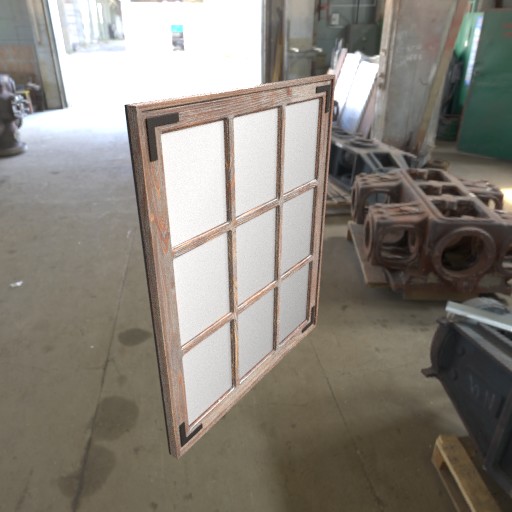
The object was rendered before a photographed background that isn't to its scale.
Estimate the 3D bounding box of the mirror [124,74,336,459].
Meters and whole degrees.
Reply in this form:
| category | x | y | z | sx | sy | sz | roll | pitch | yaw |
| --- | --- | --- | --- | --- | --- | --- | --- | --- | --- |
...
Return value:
| category | x | y | z | sx | sy | sz | roll | pitch | yaw |
| --- | --- | --- | --- | --- | --- | --- | --- | --- | --- |
| mirror | 0.000 | 0.000 | 1.224 | 0.032 | 0.882 | 0.730 | 19 | 32 | 32 |
